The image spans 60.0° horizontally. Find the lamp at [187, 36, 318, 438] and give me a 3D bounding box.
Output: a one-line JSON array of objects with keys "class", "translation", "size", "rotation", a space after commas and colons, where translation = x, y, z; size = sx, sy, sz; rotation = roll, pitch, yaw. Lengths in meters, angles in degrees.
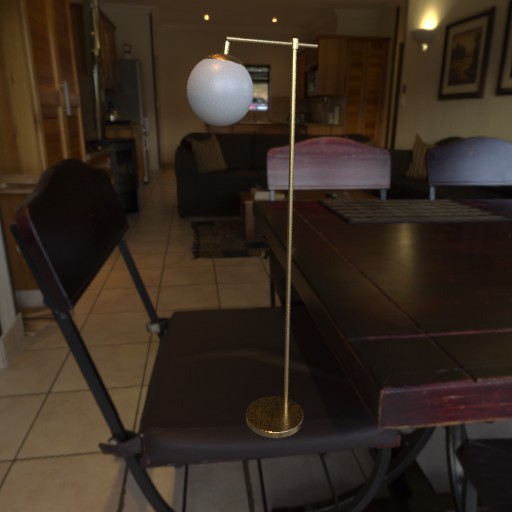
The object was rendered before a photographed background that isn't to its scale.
[{"class": "lamp", "translation": [0.000, 0.000, 1.669], "size": [0.476, 1.505, 0.249], "rotation": [-8, 19, -25]}]
